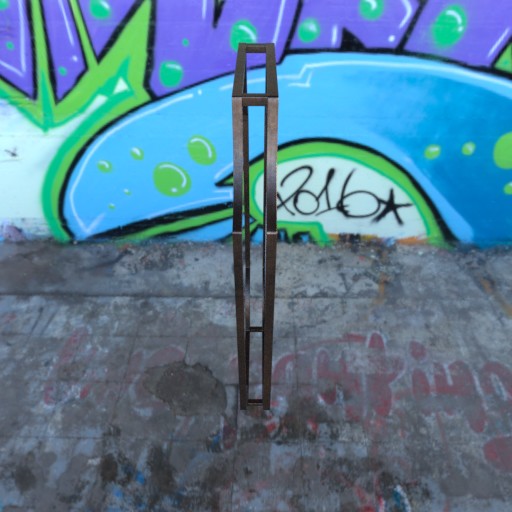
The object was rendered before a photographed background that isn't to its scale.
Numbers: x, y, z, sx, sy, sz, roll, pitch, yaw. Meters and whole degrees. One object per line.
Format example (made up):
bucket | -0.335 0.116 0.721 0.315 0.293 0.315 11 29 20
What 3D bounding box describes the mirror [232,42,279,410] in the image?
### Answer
mirror | 0.000 0.000 0.979 0.066 0.811 0.462 0 41 0
